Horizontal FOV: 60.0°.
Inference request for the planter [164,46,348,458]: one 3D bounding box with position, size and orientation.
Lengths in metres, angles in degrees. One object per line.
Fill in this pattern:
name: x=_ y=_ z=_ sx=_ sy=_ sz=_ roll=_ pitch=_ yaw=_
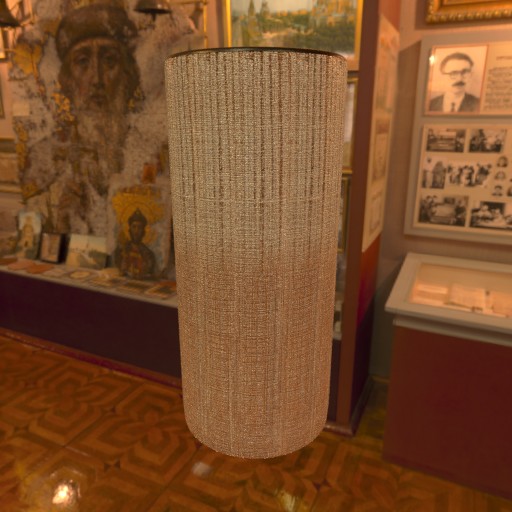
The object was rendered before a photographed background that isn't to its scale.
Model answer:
planter: x=0.000 y=0.000 z=0.279 sx=0.100 sy=0.227 sz=0.100 roll=9 pitch=19 yaw=26
